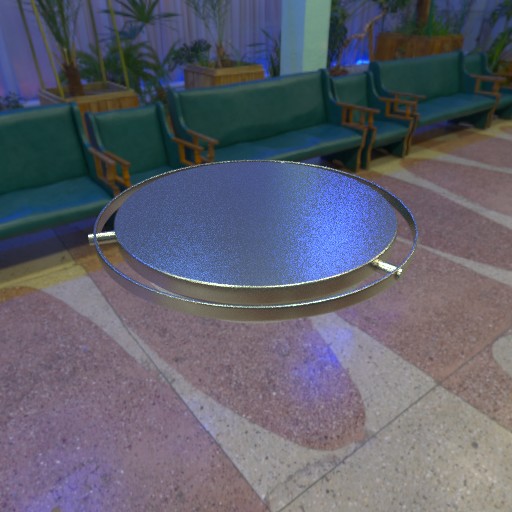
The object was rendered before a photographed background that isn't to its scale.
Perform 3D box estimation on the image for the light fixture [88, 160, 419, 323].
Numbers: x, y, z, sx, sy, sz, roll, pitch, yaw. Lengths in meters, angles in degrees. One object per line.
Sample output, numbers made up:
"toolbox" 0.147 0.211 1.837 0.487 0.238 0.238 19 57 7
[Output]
"light fixture" 0.000 0.000 0.546 0.361 0.130 0.361 0 31 0
